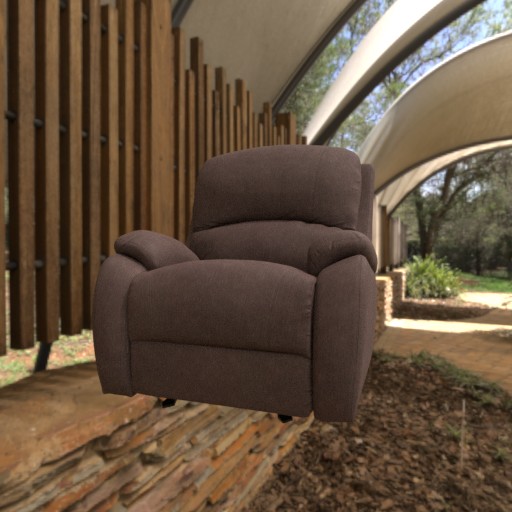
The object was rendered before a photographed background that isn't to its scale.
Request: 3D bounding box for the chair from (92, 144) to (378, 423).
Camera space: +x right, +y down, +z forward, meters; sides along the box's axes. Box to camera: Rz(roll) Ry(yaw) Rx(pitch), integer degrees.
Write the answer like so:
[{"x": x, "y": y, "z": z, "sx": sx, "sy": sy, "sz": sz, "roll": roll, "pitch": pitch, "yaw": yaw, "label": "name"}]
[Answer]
[{"x": 0.000, "y": 0.000, "z": 1.765, "sx": 0.930, "sy": 1.011, "sz": 0.899, "roll": 0, "pitch": 1, "yaw": 18, "label": "chair"}]
